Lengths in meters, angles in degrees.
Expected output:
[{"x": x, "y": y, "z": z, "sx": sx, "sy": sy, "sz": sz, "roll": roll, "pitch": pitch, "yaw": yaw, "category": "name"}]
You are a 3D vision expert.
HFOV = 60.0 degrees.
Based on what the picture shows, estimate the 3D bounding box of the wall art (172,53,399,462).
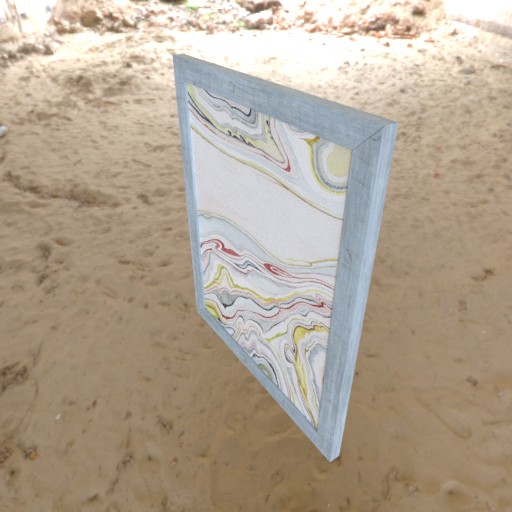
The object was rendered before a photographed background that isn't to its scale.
[{"x": 0.000, "y": 0.000, "z": 0.770, "sx": 0.022, "sy": 0.582, "sz": 0.479, "roll": -21, "pitch": 39, "yaw": -28, "category": "wall art"}]
